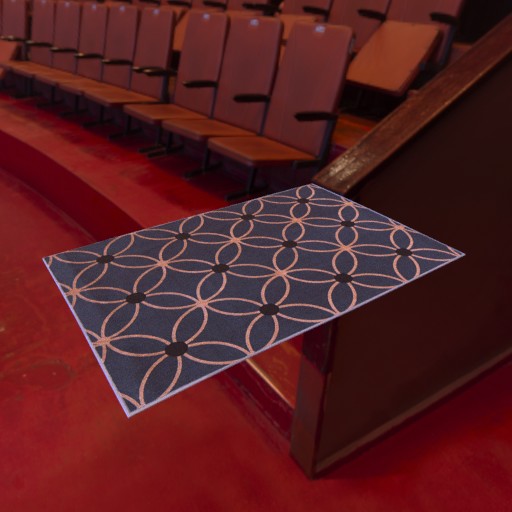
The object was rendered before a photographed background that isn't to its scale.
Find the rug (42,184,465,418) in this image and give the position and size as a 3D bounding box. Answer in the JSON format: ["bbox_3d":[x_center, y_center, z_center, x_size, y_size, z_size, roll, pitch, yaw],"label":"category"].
[{"bbox_3d":[0.000,0.000,2.862,2.284,0.008,1.522,-19,36,-29],"label":"rug"}]
